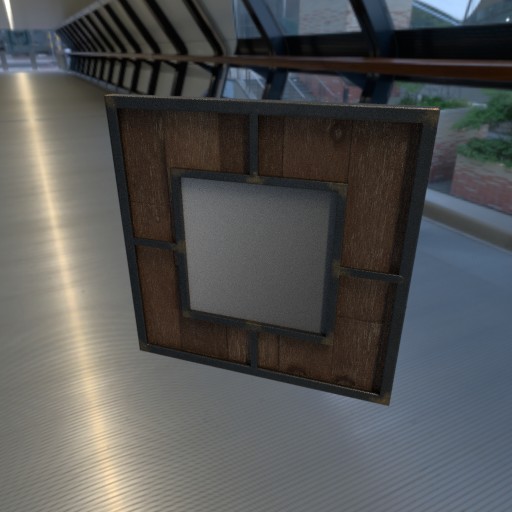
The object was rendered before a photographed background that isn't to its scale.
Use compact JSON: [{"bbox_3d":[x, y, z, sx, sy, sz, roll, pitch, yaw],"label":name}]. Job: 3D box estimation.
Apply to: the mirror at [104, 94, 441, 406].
[{"bbox_3d":[0.000,0.000,0.571,0.382,0.381,0.020,8,27,16],"label":"mirror"}]
